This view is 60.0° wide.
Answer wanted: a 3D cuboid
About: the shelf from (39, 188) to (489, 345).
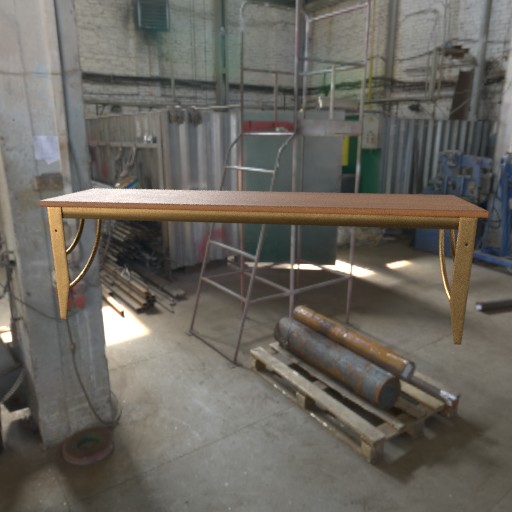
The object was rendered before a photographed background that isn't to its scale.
[{"bbox_3d":[0.000,0.000,0.723,0.636,0.190,0.166,2,15,8],"label":"shelf"}]
